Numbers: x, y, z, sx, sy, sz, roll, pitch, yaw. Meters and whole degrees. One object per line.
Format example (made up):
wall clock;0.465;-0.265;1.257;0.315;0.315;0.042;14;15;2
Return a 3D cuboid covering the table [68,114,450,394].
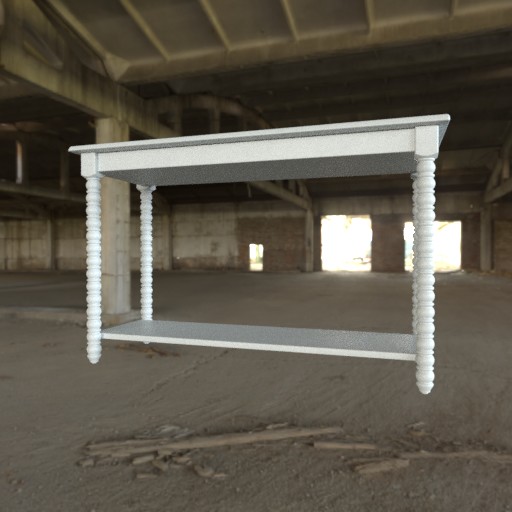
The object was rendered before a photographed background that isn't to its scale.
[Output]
table;0.000;0.000;1.528;1.184;0.740;0.459;0;1;18
